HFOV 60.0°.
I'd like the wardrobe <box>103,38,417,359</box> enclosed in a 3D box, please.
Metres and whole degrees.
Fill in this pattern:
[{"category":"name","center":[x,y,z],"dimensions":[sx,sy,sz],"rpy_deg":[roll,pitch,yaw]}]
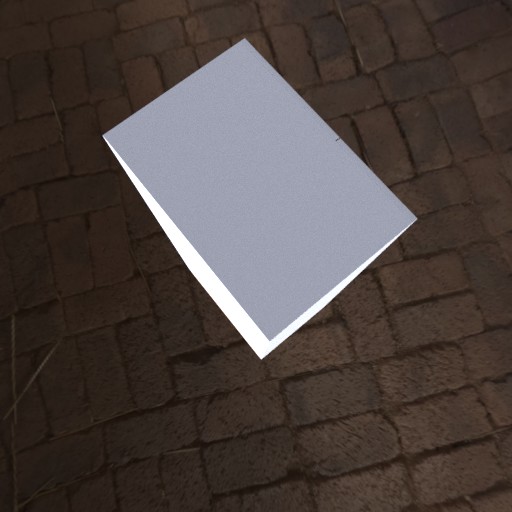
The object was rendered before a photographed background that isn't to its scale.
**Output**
[{"category":"wardrobe","center":[0.000,0.000,2.407],"dimensions":[0.600,2.040,0.860],"rpy_deg":[-38,79,-9]}]
